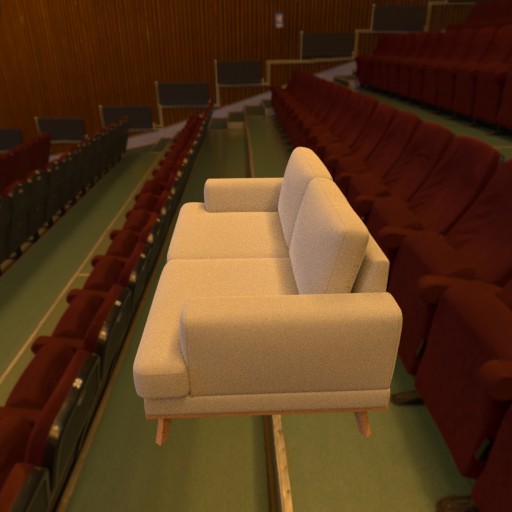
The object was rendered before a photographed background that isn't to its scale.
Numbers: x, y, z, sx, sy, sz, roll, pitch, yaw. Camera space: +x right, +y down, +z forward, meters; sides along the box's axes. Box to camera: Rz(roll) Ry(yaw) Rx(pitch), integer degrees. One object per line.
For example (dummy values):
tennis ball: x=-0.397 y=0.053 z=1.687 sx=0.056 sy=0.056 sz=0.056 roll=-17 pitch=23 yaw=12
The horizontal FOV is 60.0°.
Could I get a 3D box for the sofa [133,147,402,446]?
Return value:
sofa: x=0.000 y=0.000 z=2.201 sx=0.915 sy=0.810 sz=1.651 roll=-1 pitch=26 yaw=-2
